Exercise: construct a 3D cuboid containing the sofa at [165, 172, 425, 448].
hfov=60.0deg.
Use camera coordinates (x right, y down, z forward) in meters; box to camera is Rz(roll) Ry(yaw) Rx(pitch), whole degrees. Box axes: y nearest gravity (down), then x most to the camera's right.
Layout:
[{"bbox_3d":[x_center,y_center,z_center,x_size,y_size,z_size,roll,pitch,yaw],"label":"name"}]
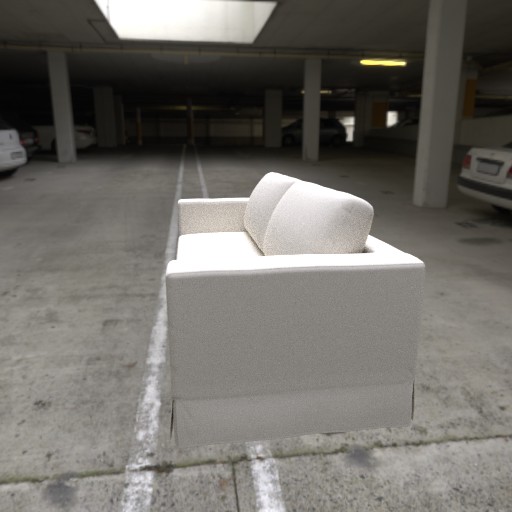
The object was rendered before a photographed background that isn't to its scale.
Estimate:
[{"bbox_3d":[0.000,0.000,2.604,0.954,0.881,2.163,-2,14,-8],"label":"sofa"}]
